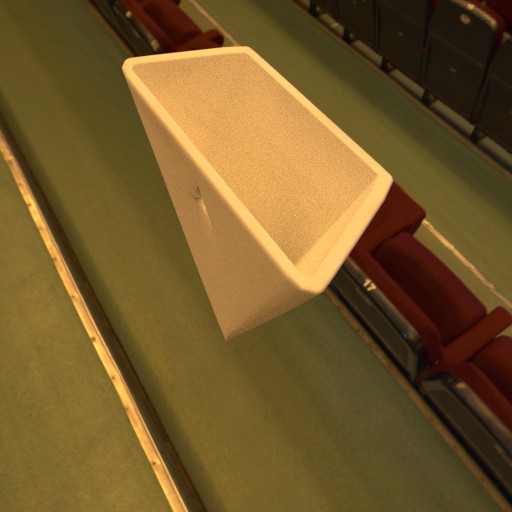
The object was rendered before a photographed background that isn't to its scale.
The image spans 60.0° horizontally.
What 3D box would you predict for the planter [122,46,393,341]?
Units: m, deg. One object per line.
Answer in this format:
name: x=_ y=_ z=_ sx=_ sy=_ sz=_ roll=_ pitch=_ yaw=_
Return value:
planter: x=0.000 y=0.000 z=0.268 sx=0.060 sy=0.197 sz=0.150 roll=-29 pitch=62 yaw=-17
